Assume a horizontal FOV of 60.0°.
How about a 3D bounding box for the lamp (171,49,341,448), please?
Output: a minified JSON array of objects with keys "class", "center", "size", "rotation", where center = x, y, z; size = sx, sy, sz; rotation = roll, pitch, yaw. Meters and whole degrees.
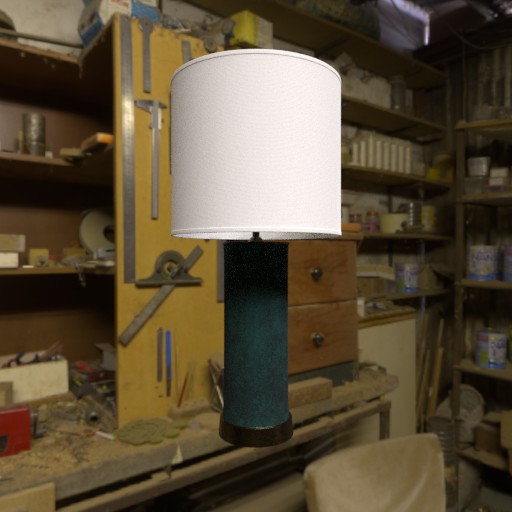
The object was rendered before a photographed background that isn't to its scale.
[{"class":"lamp","center":[0.000,0.000,0.795],"size":[0.301,0.630,0.301],"rotation":[0,0,-36]}]
